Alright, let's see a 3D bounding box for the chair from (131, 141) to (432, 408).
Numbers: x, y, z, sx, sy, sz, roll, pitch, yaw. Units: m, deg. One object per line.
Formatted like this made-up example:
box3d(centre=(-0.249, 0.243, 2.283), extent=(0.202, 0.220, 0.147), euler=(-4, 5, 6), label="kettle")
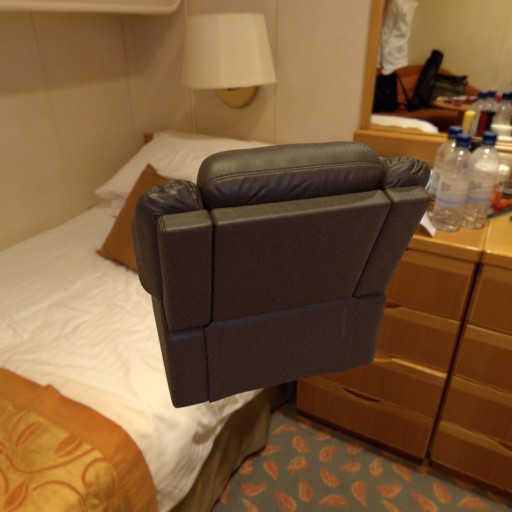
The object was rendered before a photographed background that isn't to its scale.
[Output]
box3d(centre=(0.000, 0.000, 1.728), extent=(0.899, 1.009, 0.934), euler=(-8, 29, -15), label="chair")
